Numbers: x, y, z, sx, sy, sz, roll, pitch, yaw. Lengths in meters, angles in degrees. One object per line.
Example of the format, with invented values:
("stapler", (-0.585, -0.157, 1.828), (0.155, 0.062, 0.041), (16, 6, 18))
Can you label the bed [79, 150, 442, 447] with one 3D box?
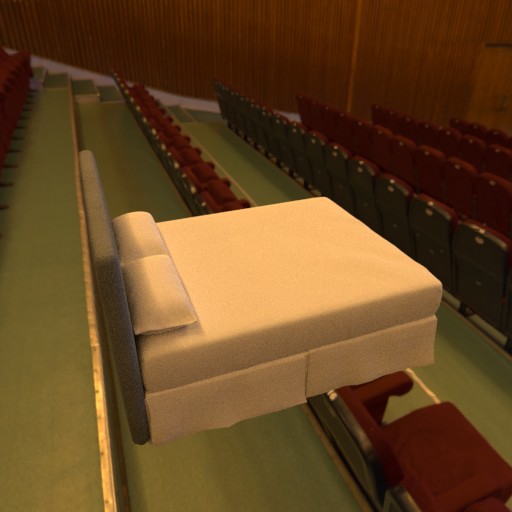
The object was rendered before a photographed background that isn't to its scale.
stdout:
("bed", (0.000, 0.000, 3.191), (2.142, 1.330, 1.713), (-11, 32, -18))
